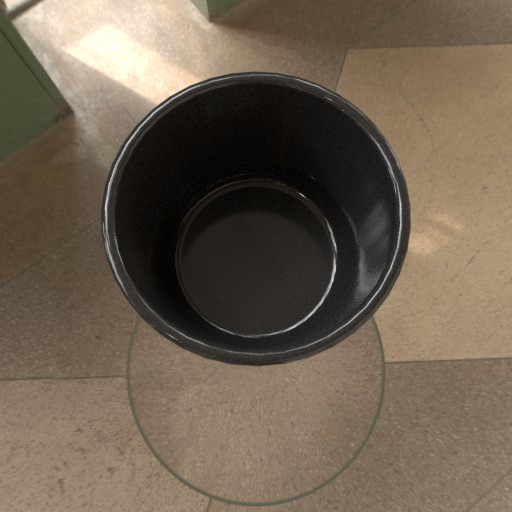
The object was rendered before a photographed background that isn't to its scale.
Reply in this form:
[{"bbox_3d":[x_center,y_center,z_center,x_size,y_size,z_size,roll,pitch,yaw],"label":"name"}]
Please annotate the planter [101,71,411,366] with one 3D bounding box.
[{"bbox_3d":[0.000,0.000,0.269,0.129,0.177,0.129,0,76,0],"label":"planter"}]
